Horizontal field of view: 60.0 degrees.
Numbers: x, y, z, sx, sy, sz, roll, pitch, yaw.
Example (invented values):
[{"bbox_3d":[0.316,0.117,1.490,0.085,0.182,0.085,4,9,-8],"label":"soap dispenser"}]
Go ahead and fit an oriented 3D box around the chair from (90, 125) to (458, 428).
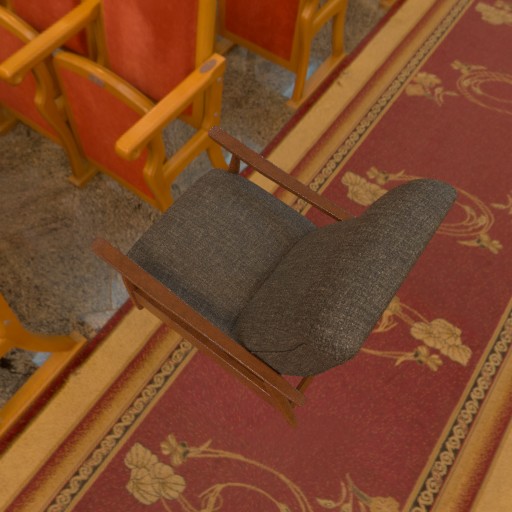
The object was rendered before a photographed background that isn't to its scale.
[{"bbox_3d":[0.000,0.000,1.747,1.014,1.082,0.762,33,67,16],"label":"chair"}]
